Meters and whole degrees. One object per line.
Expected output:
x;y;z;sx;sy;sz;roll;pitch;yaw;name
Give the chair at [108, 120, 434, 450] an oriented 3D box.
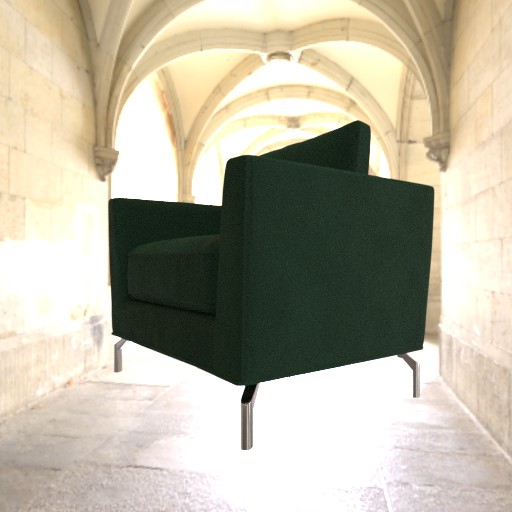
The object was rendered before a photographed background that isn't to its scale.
0.000;0.000;1.757;0.852;0.997;1.047;0;-1;-36;chair
